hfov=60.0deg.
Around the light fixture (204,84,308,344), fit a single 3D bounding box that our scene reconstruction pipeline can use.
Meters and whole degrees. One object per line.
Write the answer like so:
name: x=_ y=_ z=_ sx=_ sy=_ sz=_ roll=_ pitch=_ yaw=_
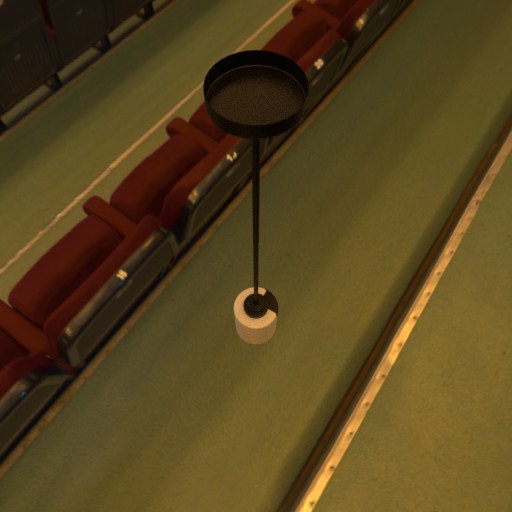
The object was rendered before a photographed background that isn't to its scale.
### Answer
light fixture: x=0.000 y=0.000 z=0.900 sx=0.123 sy=0.863 sz=0.123 roll=31 pitch=67 yaw=15
